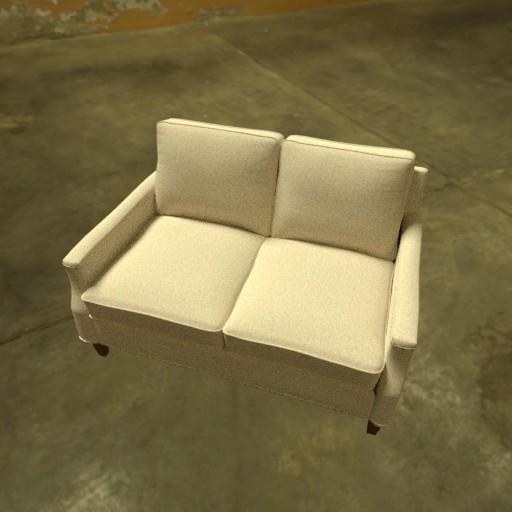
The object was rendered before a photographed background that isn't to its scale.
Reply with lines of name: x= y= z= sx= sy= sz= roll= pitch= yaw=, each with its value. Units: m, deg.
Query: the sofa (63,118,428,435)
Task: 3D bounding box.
sofa: x=0.000 y=0.000 z=2.270 sx=1.597 sy=1.003 sz=1.084 roll=12 pitch=41 yaw=14
